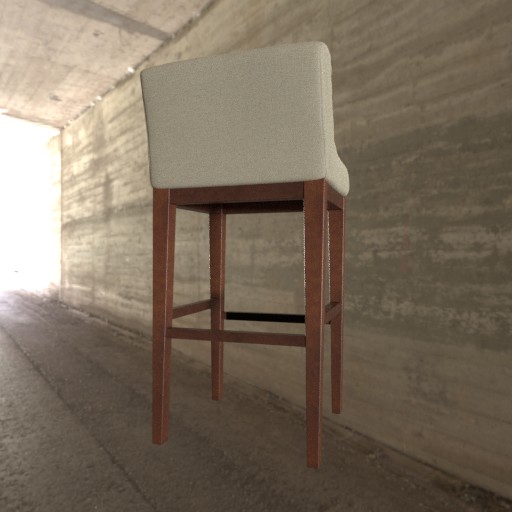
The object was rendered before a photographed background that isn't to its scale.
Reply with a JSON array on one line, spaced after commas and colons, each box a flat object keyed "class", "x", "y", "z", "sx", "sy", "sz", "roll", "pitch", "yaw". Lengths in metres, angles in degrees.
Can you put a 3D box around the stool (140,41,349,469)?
[{"class": "stool", "x": 0.000, "y": 0.000, "z": 1.333, "sx": 0.511, "sy": 1.037, "sz": 0.500, "roll": 0, "pitch": 0, "yaw": 18}]
